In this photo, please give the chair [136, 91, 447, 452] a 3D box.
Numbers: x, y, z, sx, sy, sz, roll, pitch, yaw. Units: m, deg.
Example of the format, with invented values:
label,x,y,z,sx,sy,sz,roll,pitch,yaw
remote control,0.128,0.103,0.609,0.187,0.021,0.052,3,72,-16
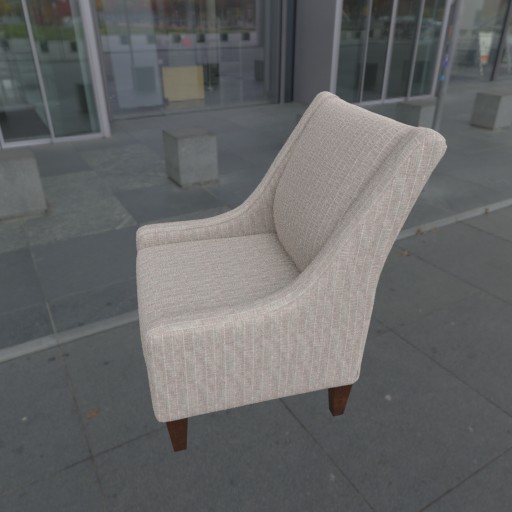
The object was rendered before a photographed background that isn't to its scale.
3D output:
label,x,y,z,sx,sy,sz,roll,pitch,yaw
chair,0.000,0.000,1.617,0.870,1.014,0.774,-7,29,-13
